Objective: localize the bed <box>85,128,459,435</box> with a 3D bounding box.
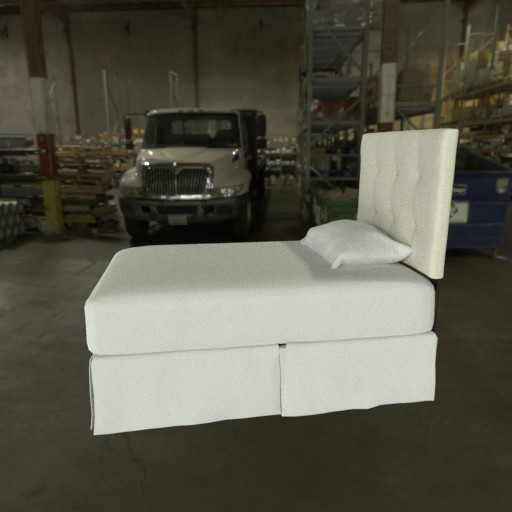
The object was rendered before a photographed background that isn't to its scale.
[{"bbox_3d":[0.000,0.000,2.877,1.997,1.571,1.261,-2,14,-9],"label":"bed"}]
